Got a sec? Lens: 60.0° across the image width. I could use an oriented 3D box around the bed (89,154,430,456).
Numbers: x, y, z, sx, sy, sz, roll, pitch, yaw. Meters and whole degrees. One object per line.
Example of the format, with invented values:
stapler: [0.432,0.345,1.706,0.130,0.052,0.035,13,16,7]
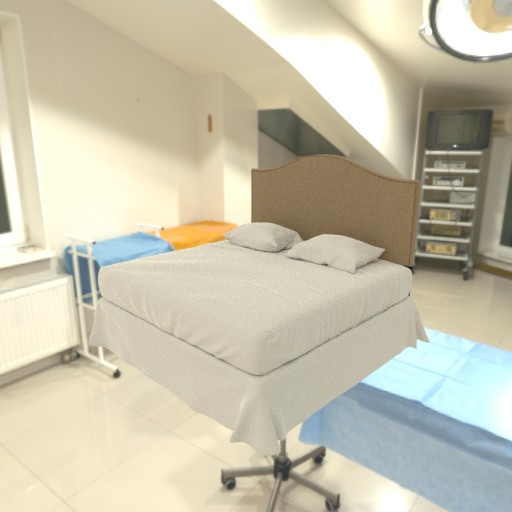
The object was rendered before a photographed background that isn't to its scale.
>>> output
bed: [0.000,0.000,3.825,2.311,1.651,2.222,14,21,43]
